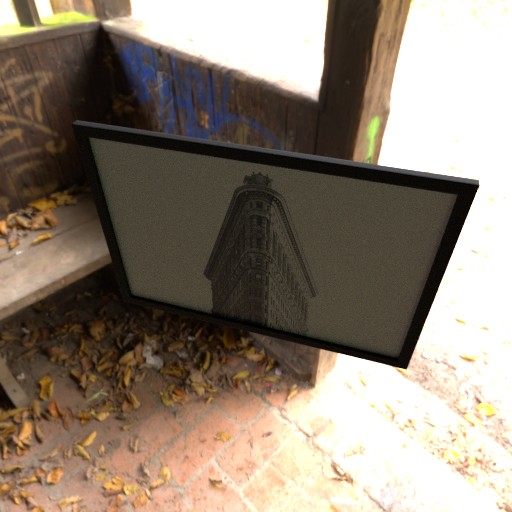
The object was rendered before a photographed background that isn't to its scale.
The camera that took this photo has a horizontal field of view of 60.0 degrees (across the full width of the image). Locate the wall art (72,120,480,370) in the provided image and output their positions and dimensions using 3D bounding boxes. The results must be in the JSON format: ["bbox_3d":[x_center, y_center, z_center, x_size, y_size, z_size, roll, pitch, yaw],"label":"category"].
[{"bbox_3d":[0.000,0.000,1.232,0.958,0.656,0.026,12,43,13],"label":"wall art"}]
